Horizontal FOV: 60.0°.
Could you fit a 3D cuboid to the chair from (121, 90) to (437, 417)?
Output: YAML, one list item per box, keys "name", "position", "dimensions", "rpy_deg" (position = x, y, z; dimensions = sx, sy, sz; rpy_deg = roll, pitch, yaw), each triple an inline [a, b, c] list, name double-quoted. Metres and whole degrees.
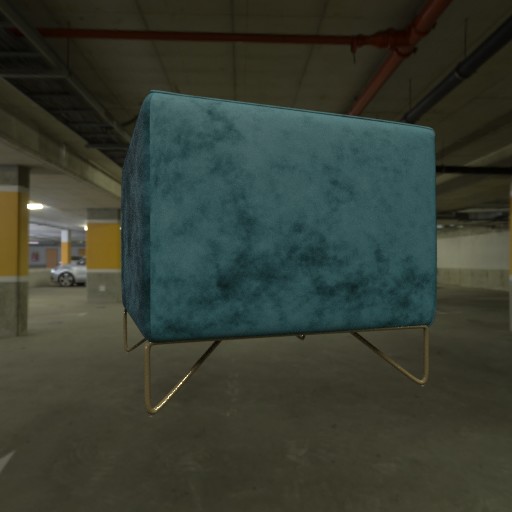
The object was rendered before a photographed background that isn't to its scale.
- name: "chair"
  position: [0.000, 0.000, 1.595]
  dimensions: [0.894, 0.790, 0.880]
  rpy_deg: [0, -1, -20]
